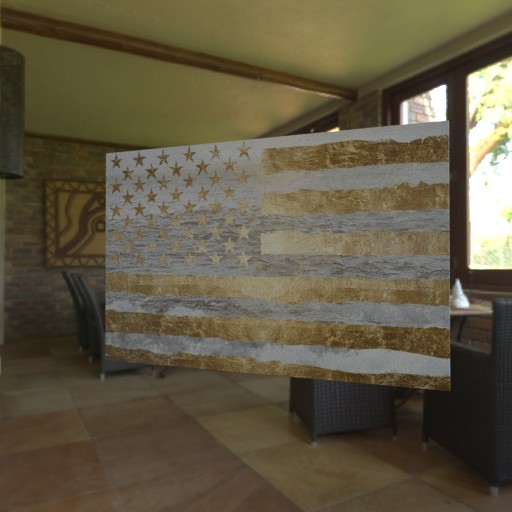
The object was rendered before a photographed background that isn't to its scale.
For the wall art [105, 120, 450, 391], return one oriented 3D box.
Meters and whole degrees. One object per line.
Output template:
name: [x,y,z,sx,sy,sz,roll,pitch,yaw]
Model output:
wall art: [0.000,0.000,1.165,0.932,0.610,0.027,0,-1,20]
